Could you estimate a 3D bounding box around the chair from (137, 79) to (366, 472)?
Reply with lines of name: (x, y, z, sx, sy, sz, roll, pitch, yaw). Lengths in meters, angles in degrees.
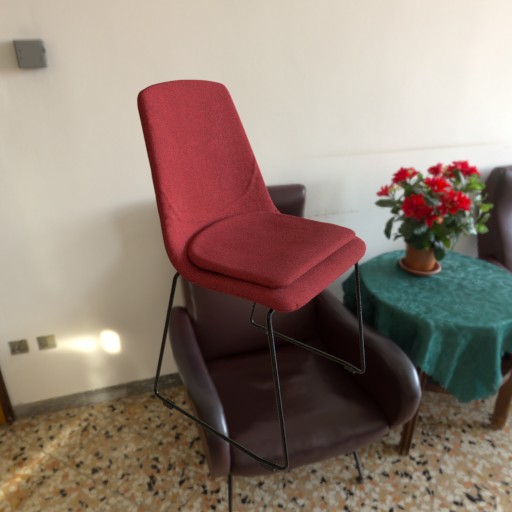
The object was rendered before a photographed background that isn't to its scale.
chair: (0.000, 0.000, 1.185, 0.518, 0.858, 0.479, 18, 31, 33)
